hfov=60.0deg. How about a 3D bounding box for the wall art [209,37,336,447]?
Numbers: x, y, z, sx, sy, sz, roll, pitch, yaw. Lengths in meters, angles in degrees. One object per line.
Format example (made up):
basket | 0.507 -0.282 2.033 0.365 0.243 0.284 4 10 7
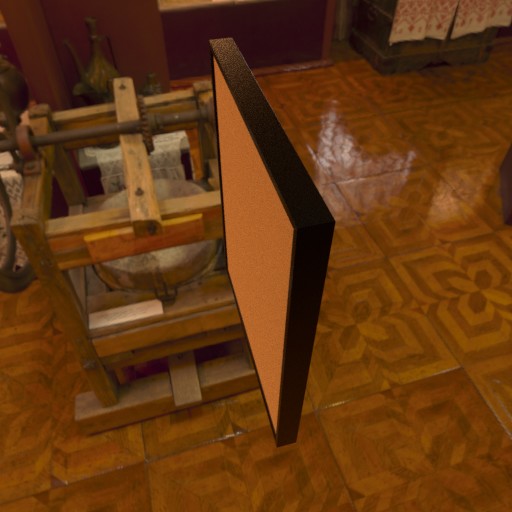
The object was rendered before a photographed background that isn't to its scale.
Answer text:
wall art | 0.000 0.000 0.763 0.039 0.553 0.451 -11 48 -10
